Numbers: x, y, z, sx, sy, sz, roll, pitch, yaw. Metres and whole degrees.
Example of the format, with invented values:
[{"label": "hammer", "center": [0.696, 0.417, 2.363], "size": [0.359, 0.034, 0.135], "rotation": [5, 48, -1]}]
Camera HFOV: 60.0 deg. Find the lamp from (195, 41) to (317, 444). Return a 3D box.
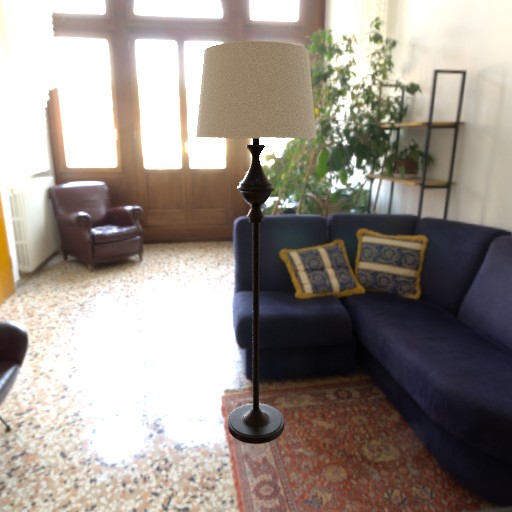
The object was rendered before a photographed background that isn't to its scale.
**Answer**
[{"label": "lamp", "center": [0.000, 0.000, 1.686], "size": [0.431, 1.484, 0.431], "rotation": [0, 15, 0]}]
